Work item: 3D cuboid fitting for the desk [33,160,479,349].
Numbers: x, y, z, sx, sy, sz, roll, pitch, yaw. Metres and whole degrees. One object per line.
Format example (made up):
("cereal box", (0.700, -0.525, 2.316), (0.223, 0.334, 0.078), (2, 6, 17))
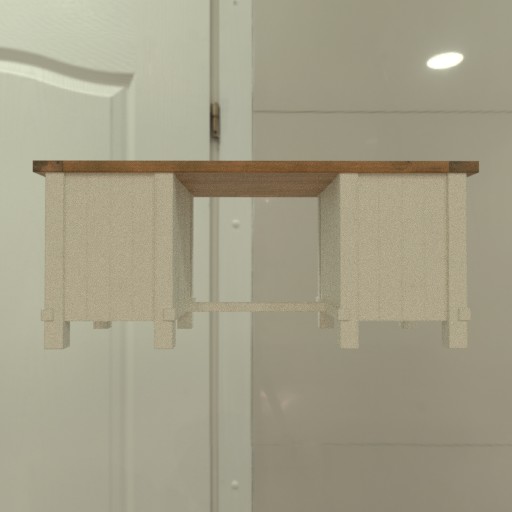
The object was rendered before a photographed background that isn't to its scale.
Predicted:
("desk", (0.000, 0.000, 2.131), (1.803, 0.760, 0.688), (0, -1, 0))
